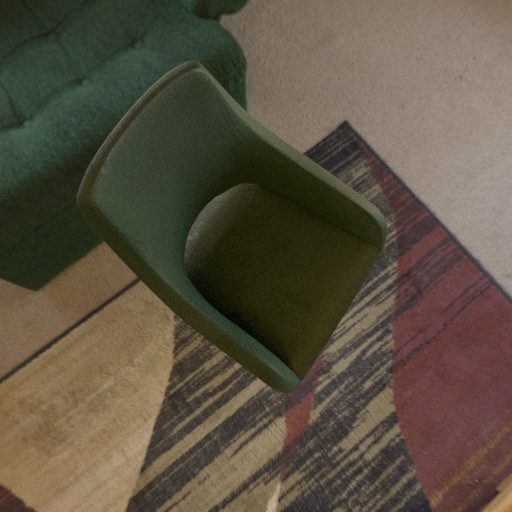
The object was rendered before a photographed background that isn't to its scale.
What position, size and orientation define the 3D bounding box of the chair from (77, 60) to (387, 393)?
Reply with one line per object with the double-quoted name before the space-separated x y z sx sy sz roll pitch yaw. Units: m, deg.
"chair" 0.000 0.000 1.554 0.794 1.081 0.683 33 78 8
